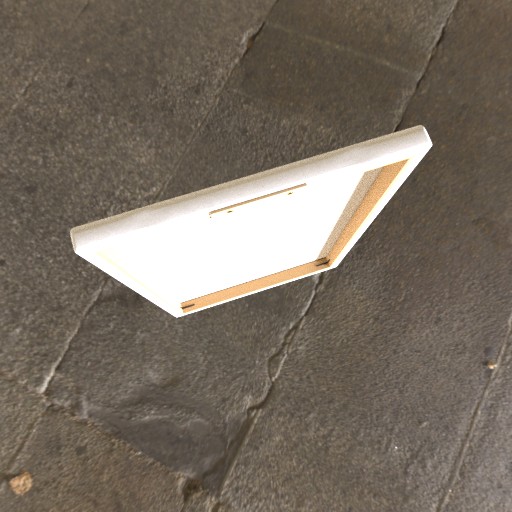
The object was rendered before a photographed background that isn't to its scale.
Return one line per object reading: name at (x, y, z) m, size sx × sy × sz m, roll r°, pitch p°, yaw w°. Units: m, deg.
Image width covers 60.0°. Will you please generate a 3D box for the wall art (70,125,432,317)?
wall art at (0.000, 0.000, 1.148) m, size 0.602 × 0.902 × 0.048 m, roll -17°, pitch 76°, yaw -4°
